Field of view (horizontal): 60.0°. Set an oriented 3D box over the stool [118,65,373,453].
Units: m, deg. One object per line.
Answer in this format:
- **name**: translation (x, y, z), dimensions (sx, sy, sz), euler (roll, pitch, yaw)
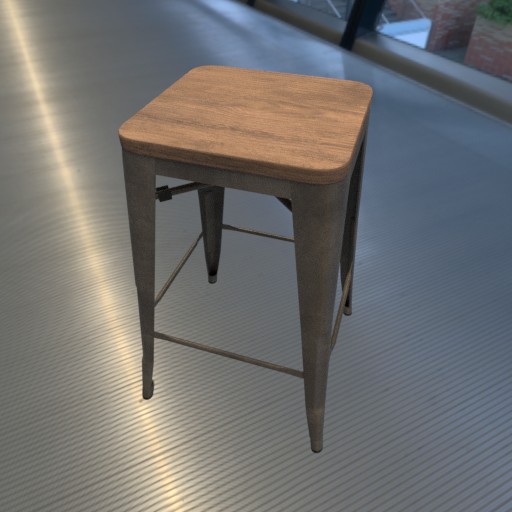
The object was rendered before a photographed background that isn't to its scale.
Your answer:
- **stool**: translation (0.000, 0.000, 0.877), dimensions (0.407, 0.607, 0.407), euler (12, 43, 13)
